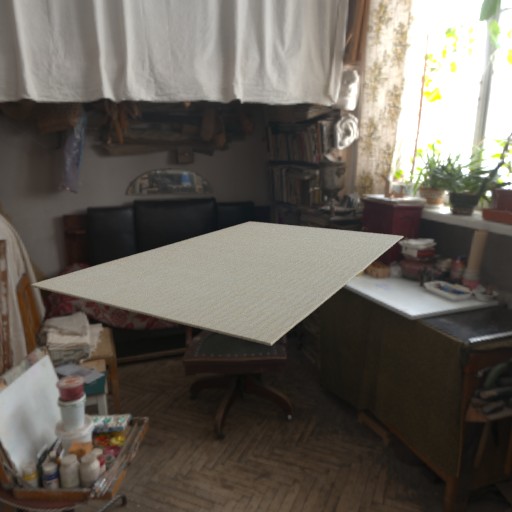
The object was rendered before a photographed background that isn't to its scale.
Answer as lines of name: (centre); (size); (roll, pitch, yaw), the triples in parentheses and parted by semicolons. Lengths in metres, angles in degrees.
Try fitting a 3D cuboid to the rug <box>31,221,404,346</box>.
rug: (0.000, 0.000, 3.132); (1.531, 0.014, 2.441); (8, 16, 29)
